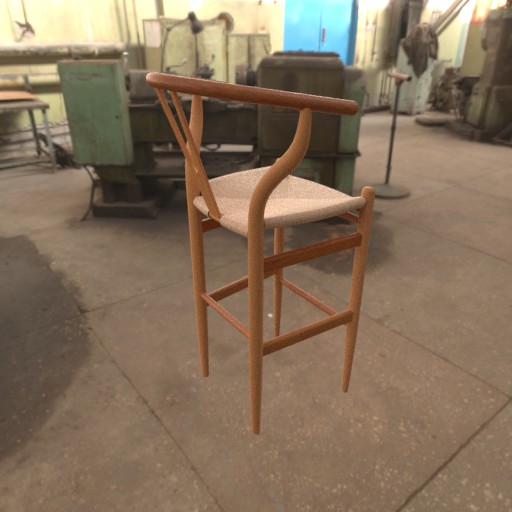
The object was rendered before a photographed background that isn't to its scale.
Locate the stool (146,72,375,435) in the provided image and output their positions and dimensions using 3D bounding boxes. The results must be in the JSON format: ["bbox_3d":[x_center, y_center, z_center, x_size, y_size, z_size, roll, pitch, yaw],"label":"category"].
[{"bbox_3d":[0.000,0.000,1.368,0.561,1.068,0.574,-18,32,-31],"label":"stool"}]
